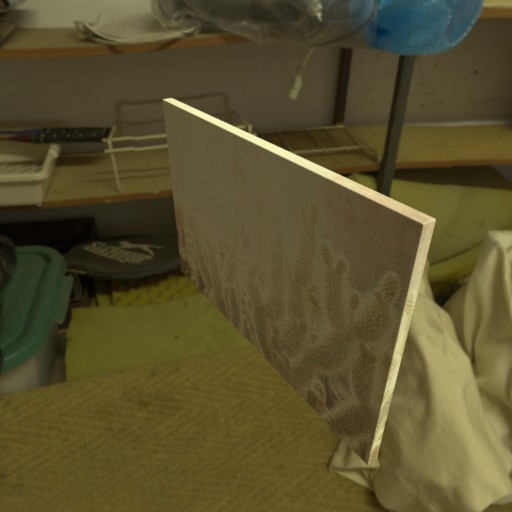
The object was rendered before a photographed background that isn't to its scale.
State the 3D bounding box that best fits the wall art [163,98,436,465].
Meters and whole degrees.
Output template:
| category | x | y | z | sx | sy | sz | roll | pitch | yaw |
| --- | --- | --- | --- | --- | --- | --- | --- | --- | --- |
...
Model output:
| category | x | y | z | sx | sy | sz | roll | pitch | yaw |
| --- | --- | --- | --- | --- | --- | --- | --- | --- | --- |
| wall art | 0.000 | 0.000 | 1.424 | 0.041 | 0.758 | 1.142 | -20 | 38 | -28 |
